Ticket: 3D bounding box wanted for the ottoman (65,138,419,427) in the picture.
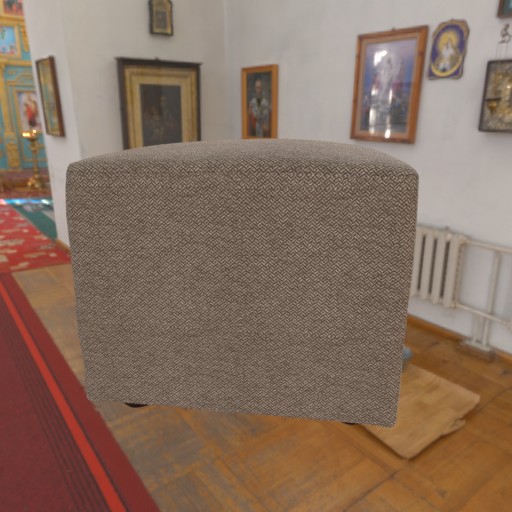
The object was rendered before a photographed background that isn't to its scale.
[{"bbox_3d":[0.000,0.000,0.893,0.512,0.453,0.519,2,16,8],"label":"ottoman"}]
